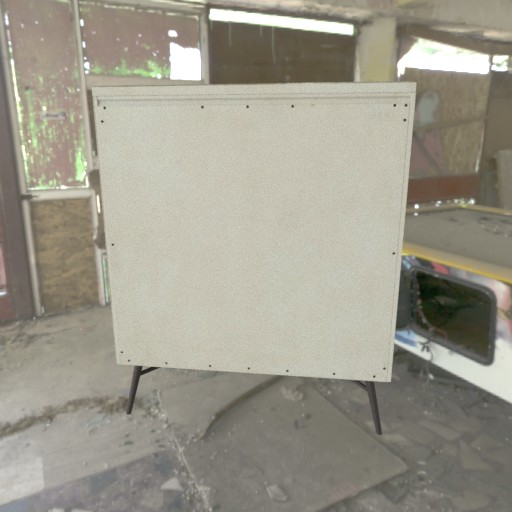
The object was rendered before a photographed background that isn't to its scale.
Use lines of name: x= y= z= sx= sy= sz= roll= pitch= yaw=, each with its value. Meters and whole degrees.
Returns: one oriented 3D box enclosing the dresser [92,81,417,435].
dresser: x=0.000 y=0.000 z=1.741 sx=1.016 sy=1.219 sz=0.457 roll=2 pitch=15 yaw=7
